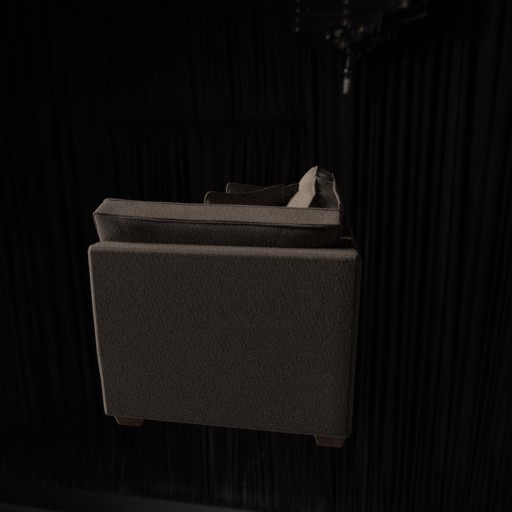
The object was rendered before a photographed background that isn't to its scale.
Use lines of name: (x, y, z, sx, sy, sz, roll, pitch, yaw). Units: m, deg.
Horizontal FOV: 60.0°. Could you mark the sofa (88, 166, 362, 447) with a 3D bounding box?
sofa: (0.000, 0.000, 2.799, 1.110, 1.033, 2.237, 2, 15, 8)
